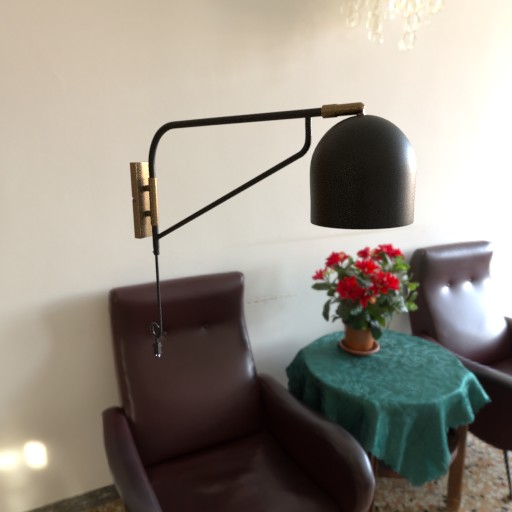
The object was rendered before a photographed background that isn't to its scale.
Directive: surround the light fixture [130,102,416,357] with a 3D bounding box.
[{"bbox_3d":[0.000,0.000,1.088,0.720,0.696,0.215,8,16,28],"label":"light fixture"}]
